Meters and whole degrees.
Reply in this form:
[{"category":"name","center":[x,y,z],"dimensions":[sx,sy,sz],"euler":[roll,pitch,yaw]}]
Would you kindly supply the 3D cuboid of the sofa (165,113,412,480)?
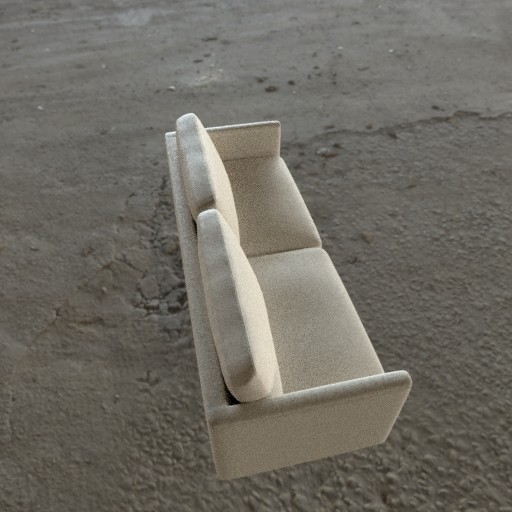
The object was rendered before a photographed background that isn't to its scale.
[{"category":"sofa","center":[0.000,0.000,2.901],"dimensions":[0.948,0.965,2.434],"euler":[-9,46,-9]}]
